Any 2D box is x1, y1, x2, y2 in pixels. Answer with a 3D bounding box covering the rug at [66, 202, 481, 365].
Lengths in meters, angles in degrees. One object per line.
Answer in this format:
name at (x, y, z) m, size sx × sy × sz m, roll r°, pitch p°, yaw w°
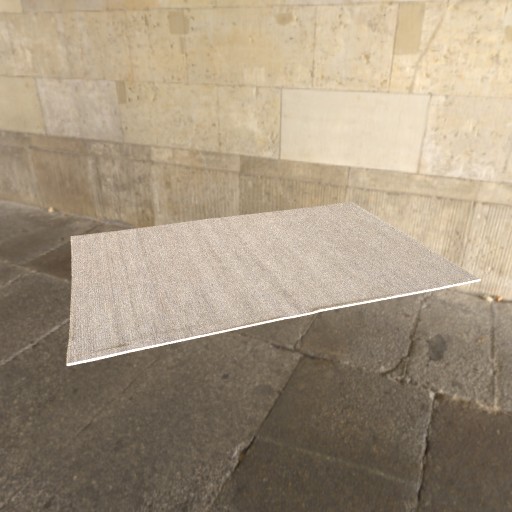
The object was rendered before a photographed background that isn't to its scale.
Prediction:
rug at (0.000, 0.000, 2.293) m, size 1.820 × 0.022 × 1.179 m, roll -9°, pitch 27°, yaw -17°
